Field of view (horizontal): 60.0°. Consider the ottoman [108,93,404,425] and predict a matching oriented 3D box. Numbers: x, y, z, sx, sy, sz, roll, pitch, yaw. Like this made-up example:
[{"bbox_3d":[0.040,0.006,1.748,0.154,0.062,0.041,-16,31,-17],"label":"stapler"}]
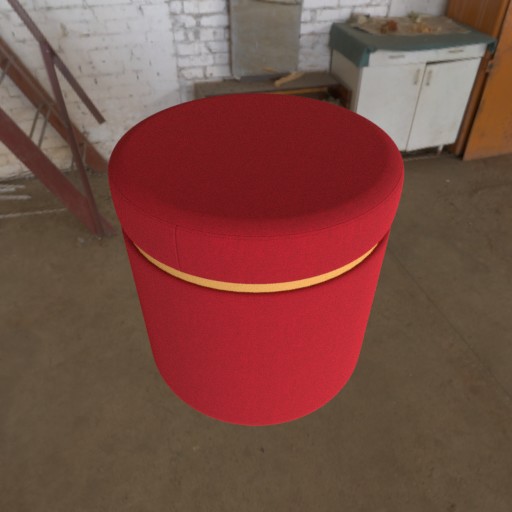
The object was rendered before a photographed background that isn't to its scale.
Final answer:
[{"bbox_3d":[0.000,0.000,0.735,0.400,0.406,0.400,0,41,0],"label":"ottoman"}]
